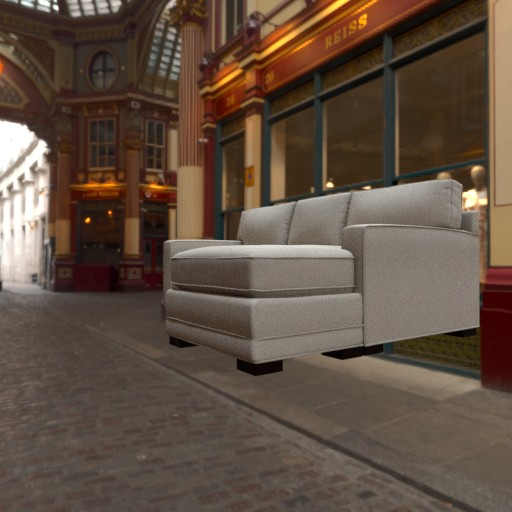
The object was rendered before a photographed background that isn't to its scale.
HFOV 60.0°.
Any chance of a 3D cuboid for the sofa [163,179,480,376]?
[{"bbox_3d":[0.000,0.000,2.810,1.496,0.861,2.087,0,-1,-35],"label":"sofa"}]
